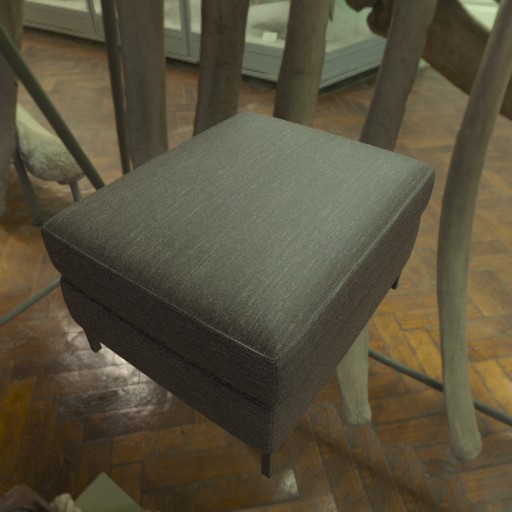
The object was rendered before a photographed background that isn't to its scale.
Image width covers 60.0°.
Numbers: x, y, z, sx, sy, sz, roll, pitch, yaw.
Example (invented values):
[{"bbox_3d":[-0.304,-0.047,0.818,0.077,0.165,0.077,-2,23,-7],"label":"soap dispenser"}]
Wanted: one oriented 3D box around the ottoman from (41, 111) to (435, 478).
[{"bbox_3d":[0.000,0.000,1.216,0.671,0.490,0.820,25,47,26],"label":"ottoman"}]
